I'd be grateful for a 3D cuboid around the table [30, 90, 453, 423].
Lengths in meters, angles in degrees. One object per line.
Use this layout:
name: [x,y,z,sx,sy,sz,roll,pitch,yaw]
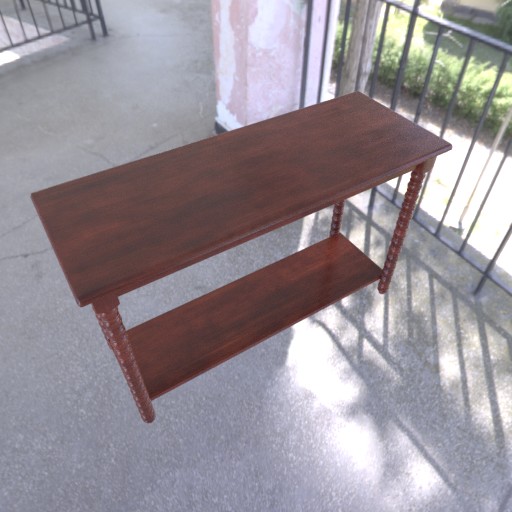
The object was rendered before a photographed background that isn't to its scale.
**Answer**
table: [0.000,0.000,1.559,1.184,0.740,0.459,-24,50,-22]
